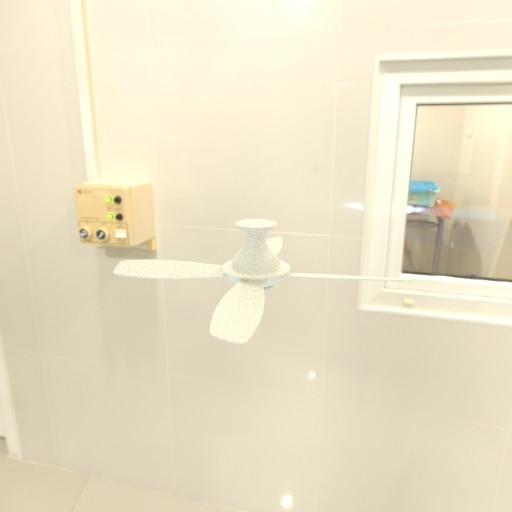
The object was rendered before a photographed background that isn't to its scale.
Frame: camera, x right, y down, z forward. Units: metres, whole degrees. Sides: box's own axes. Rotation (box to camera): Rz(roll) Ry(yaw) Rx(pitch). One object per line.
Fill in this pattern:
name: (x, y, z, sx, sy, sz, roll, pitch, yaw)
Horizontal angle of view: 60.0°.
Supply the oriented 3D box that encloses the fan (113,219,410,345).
fan: (0.000, 0.000, 2.513, 1.694, 0.382, 1.693, 2, 16, 8)
